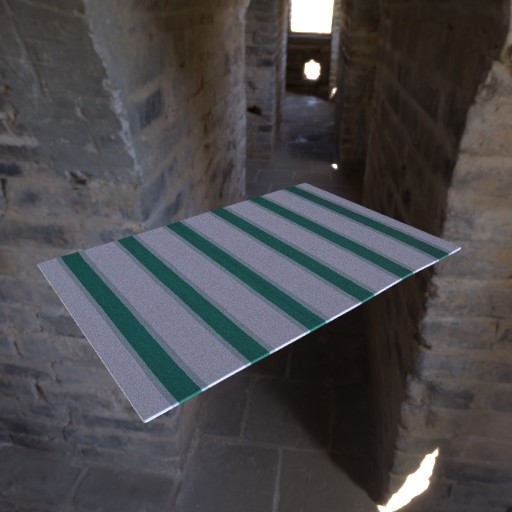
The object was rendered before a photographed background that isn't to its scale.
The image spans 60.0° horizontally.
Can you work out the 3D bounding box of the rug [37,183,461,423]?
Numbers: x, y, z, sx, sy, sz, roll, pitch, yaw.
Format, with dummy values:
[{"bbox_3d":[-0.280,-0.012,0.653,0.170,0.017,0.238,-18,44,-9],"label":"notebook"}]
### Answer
[{"bbox_3d":[0.000,0.000,2.286,1.829,0.012,1.210,-21,36,-32],"label":"rug"}]
